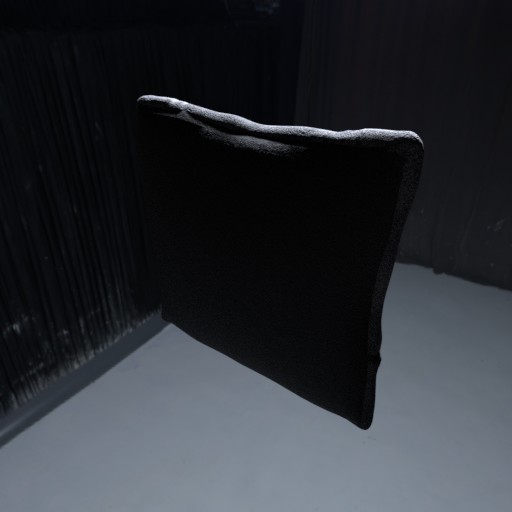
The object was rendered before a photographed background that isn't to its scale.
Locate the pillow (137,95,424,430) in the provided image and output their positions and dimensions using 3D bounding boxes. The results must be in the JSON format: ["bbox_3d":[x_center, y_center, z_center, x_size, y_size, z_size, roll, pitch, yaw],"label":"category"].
[{"bbox_3d":[0.000,0.000,0.790,0.522,0.520,0.204,21,36,31],"label":"pillow"}]
